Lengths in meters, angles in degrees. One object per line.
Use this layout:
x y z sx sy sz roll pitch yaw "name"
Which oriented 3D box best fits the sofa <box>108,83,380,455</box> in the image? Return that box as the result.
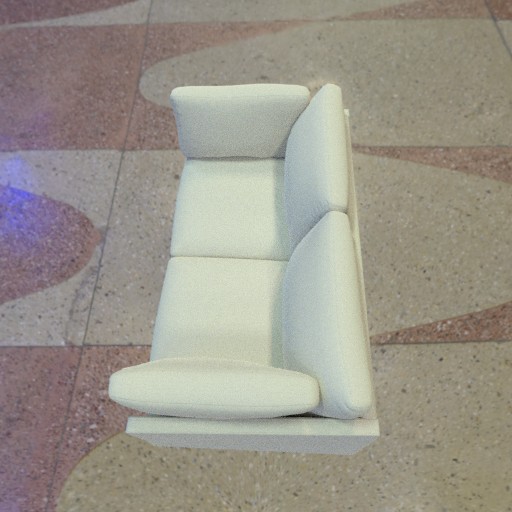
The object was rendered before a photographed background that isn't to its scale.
0.000 0.000 2.221 0.970 0.836 1.776 2 59 1 "sofa"
